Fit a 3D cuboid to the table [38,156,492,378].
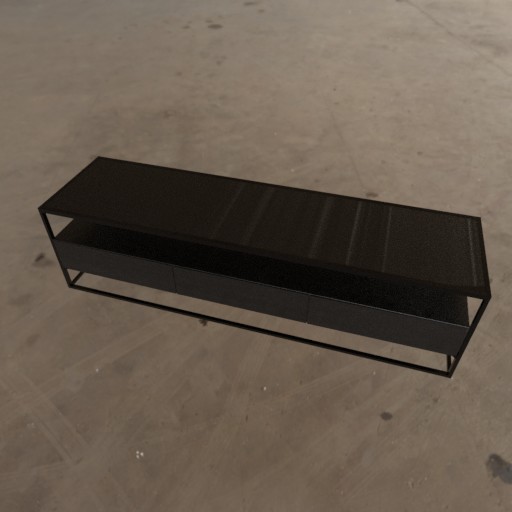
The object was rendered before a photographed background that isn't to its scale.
[{"bbox_3d":[0.000,0.000,1.664,1.486,0.395,0.399,11,42,13],"label":"table"}]
